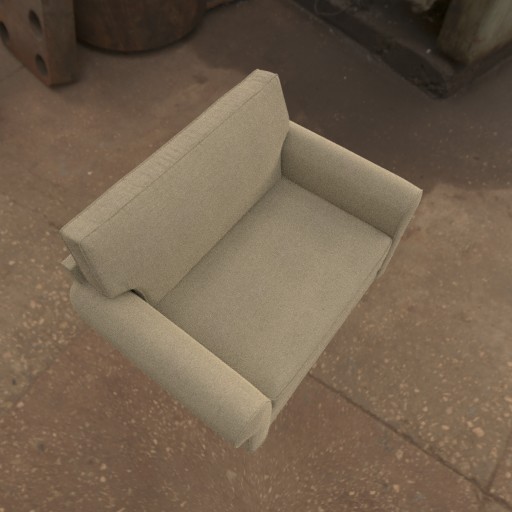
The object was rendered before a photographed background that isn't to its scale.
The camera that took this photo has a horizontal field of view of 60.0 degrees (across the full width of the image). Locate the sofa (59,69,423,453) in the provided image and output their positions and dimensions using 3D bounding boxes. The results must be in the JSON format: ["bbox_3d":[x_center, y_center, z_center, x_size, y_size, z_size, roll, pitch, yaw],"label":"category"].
[{"bbox_3d":[0.000,0.000,2.022,0.936,0.991,1.405,33,64,19],"label":"sofa"}]
